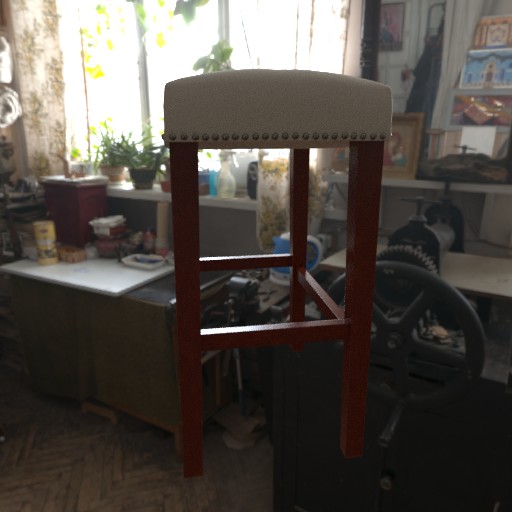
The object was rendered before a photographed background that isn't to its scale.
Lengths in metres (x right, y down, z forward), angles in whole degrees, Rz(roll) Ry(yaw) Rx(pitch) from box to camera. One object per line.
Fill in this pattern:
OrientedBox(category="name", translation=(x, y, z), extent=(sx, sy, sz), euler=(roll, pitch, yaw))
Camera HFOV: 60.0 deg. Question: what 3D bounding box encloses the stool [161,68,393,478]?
OrientedBox(category="stool", translation=(0.000, 0.000, 1.004), extent=(0.372, 0.742, 0.504), euler=(-3, 17, -9))
